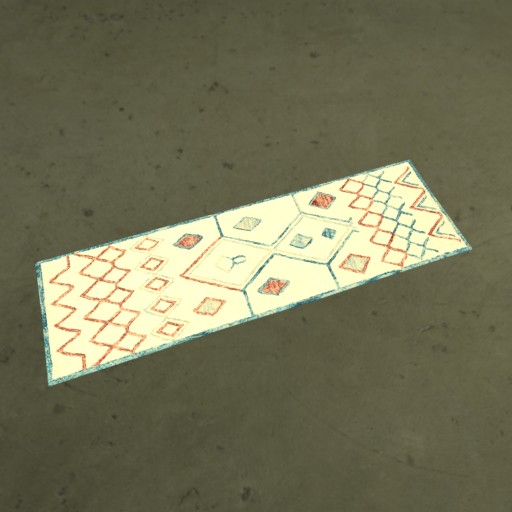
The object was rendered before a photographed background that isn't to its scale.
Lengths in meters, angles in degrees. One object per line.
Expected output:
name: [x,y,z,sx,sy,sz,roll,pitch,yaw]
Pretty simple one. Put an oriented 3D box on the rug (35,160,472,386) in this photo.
rug: [0.000,0.000,2.582,2.435,0.011,0.750,-17,60,-10]
